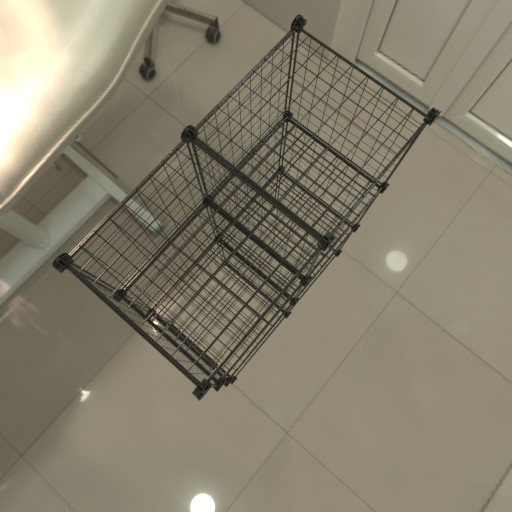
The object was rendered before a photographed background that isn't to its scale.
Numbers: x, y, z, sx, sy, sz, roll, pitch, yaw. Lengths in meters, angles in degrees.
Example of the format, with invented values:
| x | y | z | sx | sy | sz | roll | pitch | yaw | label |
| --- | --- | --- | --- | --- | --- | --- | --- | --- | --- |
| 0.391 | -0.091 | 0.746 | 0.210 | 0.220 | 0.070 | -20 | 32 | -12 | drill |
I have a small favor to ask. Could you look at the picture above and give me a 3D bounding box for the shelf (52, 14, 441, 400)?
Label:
| x | y | z | sx | sy | sz | roll | pitch | yaw | label |
| --- | --- | --- | --- | --- | --- | --- | --- | --- | --- |
| 0.000 | 0.000 | 1.338 | 0.356 | 1.067 | 0.711 | 39 | 79 | 9 | shelf |
